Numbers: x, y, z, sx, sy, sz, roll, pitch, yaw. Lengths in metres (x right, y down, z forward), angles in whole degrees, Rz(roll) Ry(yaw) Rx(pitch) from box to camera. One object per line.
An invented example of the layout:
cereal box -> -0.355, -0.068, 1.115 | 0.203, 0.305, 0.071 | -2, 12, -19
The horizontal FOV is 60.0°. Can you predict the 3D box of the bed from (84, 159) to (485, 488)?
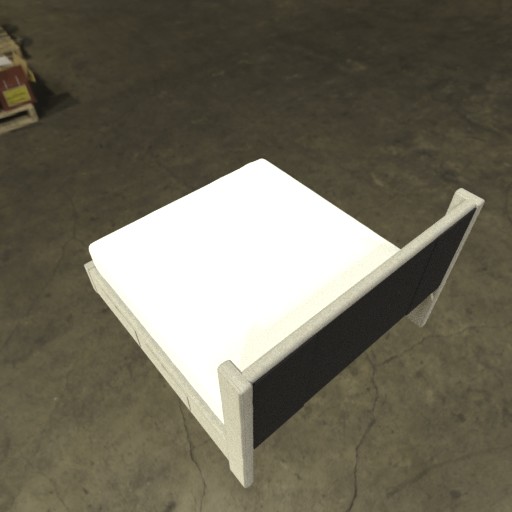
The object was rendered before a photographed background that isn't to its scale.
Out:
bed -> 0.000, 0.000, 3.634 | 2.140, 1.470, 2.280 | -32, 55, -26
